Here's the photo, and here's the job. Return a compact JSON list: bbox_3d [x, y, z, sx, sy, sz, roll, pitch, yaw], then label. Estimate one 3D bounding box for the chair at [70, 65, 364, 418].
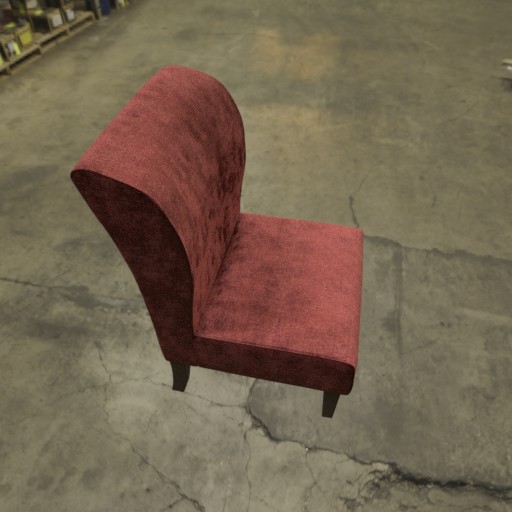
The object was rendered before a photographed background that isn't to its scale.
[{"bbox_3d":[0.000,0.000,1.262,0.640,0.846,0.538,9,45,9],"label":"chair"}]
